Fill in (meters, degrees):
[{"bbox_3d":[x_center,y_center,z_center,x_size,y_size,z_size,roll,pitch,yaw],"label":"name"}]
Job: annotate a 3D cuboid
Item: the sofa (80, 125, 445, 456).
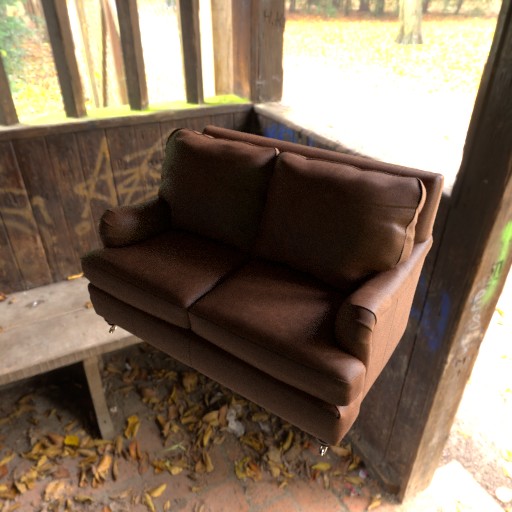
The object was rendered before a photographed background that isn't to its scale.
[{"bbox_3d":[0.000,0.000,2.247,1.527,1.004,1.077,20,38,29],"label":"sofa"}]
